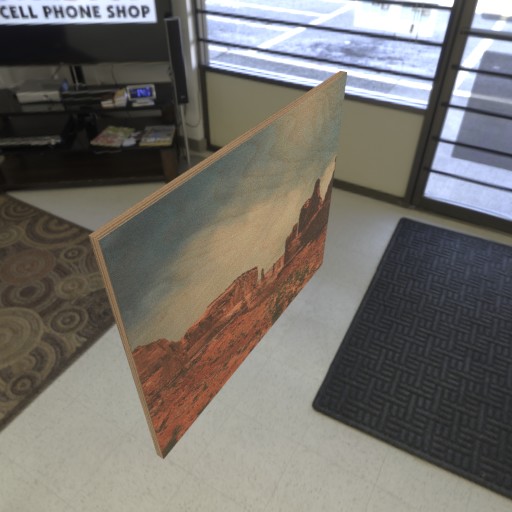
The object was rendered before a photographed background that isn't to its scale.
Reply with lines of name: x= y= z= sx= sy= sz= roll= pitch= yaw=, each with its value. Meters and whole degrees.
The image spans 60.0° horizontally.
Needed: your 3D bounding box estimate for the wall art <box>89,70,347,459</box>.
wall art: x=0.000 y=0.000 z=0.673 sx=0.013 sy=0.406 sz=0.508 roll=23 pitch=46 yaw=25
